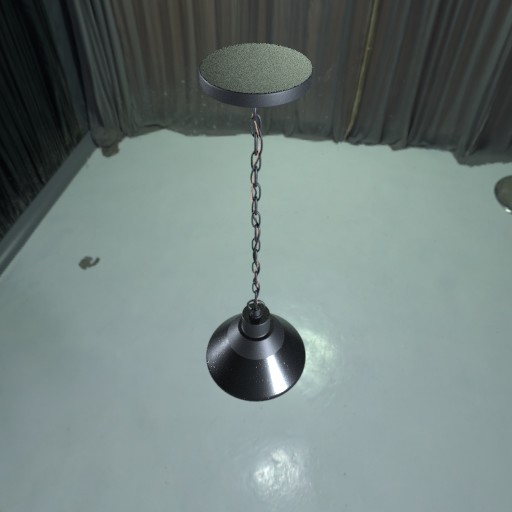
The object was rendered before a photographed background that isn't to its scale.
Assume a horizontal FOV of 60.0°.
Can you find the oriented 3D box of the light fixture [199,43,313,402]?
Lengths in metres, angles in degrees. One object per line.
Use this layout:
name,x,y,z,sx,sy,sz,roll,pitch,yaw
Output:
light fixture,0.000,0.000,0.682,0.201,0.588,0.201,4,47,4
